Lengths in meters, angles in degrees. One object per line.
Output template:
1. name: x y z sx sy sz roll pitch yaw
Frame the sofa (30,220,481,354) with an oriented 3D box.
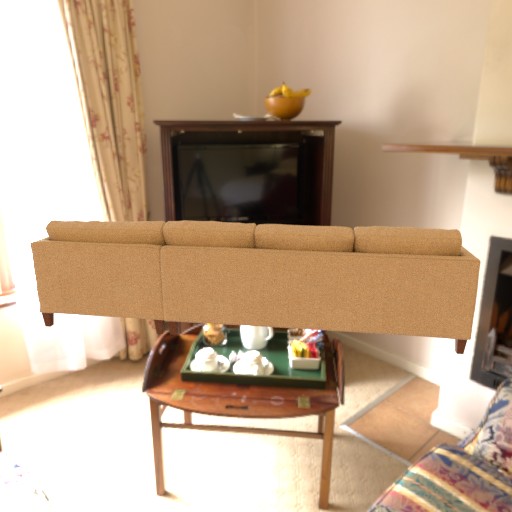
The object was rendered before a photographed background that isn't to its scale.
1. sofa: 0.000 0.000 3.901 3.186 0.846 1.625 2 16 8
